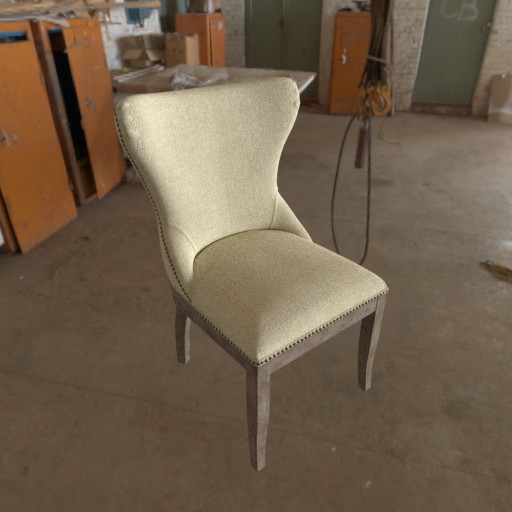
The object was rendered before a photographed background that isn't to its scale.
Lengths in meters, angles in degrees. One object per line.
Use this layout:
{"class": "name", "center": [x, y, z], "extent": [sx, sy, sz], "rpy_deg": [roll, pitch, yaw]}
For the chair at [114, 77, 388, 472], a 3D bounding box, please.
{"class": "chair", "center": [0.000, 0.000, 1.449], "extent": [0.654, 1.002, 0.681], "rpy_deg": [-22, 37, -33]}
